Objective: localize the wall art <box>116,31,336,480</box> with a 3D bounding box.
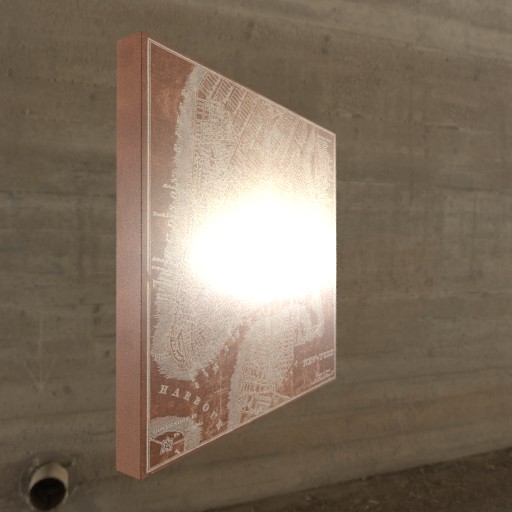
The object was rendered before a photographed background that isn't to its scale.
[{"bbox_3d":[0.000,0.000,0.570,0.035,0.403,0.403,0,0,35],"label":"wall art"}]
